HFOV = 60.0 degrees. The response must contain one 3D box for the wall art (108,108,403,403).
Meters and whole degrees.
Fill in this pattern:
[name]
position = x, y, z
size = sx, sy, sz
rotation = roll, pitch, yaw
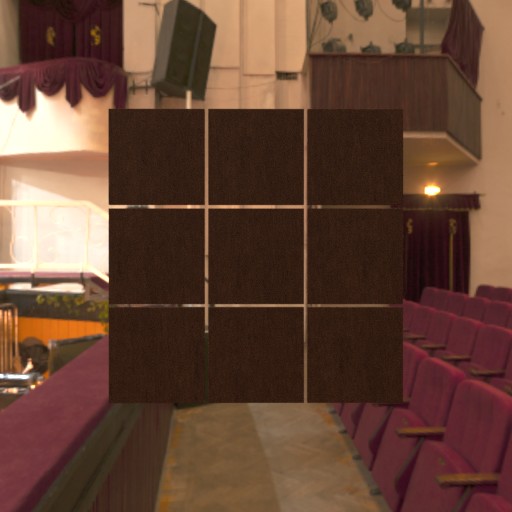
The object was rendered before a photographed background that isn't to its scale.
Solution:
[wall art]
position = 0.000, 0.000, 1.383
size = 0.915, 0.914, 0.013
rotation = 0, 0, 0
